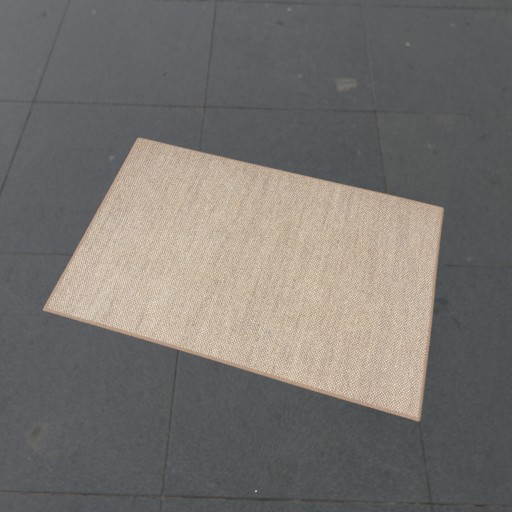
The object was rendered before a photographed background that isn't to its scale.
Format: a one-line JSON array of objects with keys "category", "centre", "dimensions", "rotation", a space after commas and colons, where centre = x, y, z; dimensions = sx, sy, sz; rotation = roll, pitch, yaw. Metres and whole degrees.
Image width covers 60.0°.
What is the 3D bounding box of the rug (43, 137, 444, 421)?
[{"category": "rug", "centre": [0.000, 0.000, 2.099], "dimensions": [1.668, 0.012, 1.061], "rotation": [15, 63, 8]}]
